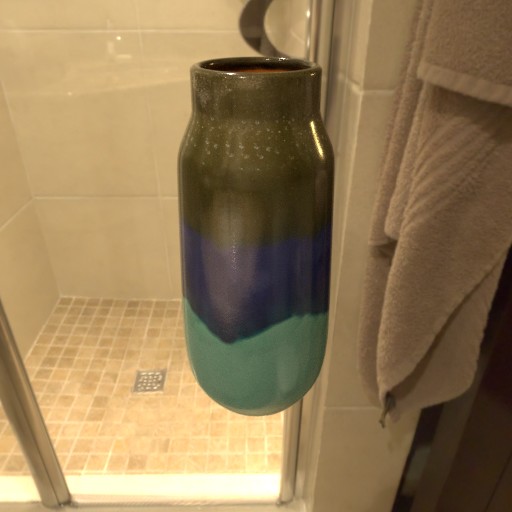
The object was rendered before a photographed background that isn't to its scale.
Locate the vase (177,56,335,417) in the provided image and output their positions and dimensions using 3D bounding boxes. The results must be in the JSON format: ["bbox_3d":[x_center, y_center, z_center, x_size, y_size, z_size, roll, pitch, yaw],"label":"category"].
[{"bbox_3d":[0.000,0.000,0.390,0.139,0.313,0.139,0,30,0],"label":"vase"}]
